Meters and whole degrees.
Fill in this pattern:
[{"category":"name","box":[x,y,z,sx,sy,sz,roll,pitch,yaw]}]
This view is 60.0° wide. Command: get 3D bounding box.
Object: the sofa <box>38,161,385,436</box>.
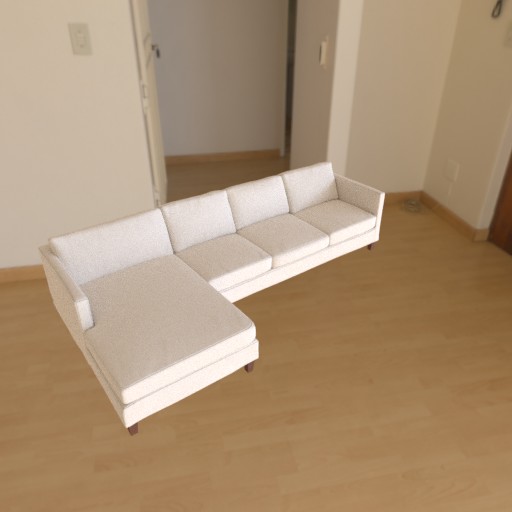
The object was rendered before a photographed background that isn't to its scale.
[{"category":"sofa","box":[0.000,0.000,3.943,3.186,0.846,1.625,-21,36,-31]}]
